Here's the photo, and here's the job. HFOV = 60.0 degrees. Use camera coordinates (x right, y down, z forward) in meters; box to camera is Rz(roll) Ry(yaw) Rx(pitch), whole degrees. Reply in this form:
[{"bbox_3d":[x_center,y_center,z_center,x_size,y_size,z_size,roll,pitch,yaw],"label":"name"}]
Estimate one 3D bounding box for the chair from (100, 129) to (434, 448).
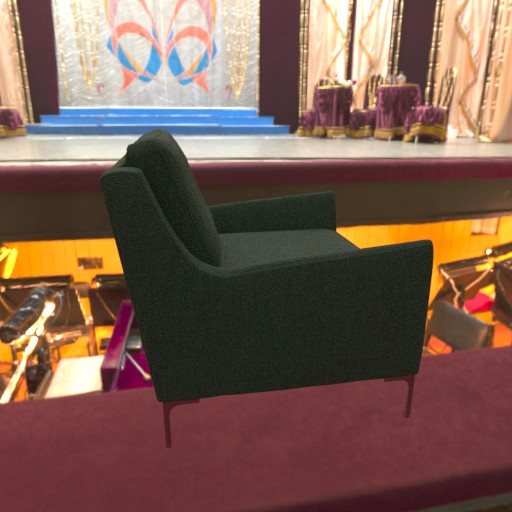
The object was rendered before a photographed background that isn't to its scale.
[{"bbox_3d":[0.000,0.000,1.526,0.849,0.828,0.847,-3,18,-10],"label":"chair"}]
